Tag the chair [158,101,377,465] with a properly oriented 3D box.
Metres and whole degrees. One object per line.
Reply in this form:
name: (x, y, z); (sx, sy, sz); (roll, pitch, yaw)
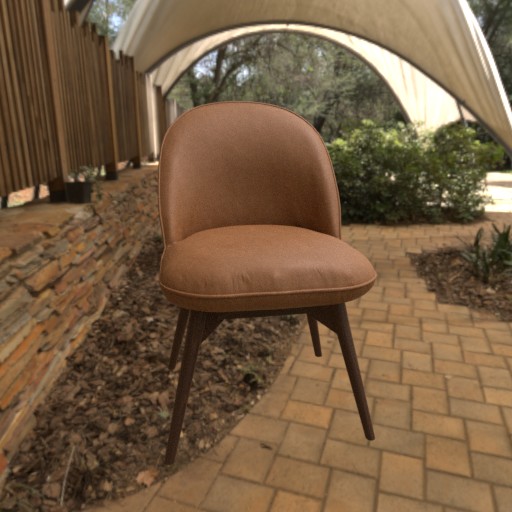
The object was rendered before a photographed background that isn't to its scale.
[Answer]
chair: (0.000, 0.000, 1.202); (0.521, 0.831, 0.631); (-3, 16, -9)
